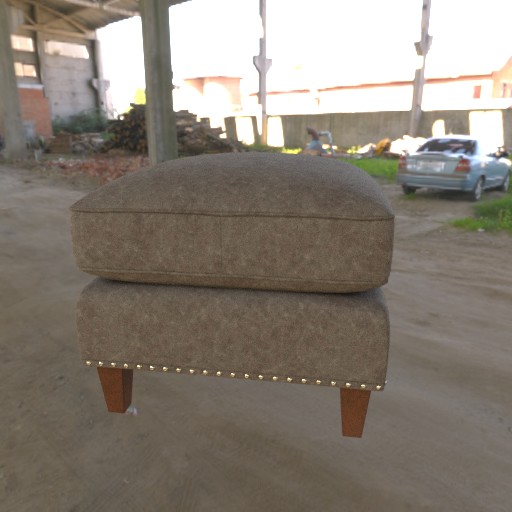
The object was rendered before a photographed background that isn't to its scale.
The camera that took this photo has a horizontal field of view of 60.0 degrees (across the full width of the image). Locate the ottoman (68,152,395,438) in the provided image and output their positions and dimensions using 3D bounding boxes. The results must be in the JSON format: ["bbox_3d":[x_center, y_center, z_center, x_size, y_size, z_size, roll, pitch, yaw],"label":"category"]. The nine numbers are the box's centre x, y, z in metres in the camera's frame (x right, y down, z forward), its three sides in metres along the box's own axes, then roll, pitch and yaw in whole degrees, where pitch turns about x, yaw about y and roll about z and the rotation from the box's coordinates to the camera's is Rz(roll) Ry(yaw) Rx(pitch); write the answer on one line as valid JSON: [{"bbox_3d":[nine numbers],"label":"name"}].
[{"bbox_3d":[0.000,0.000,1.131,0.584,0.513,0.741,2,15,9],"label":"ottoman"}]
